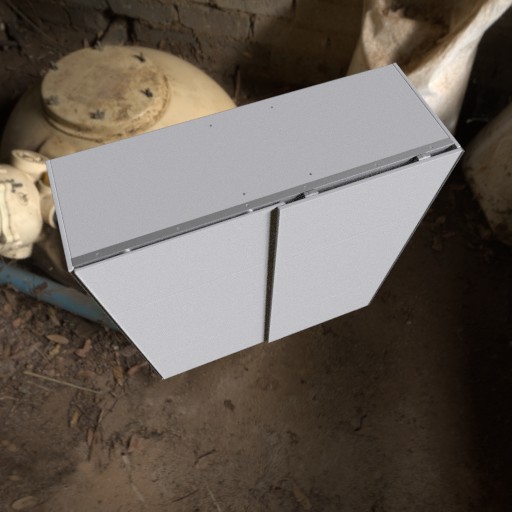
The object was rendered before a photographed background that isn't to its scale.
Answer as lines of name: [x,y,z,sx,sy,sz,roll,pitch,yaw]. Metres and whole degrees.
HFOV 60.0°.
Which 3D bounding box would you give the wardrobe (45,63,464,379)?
wardrobe: [0.000,0.000,2.858,1.780,1.960,0.629,-19,64,-10]
